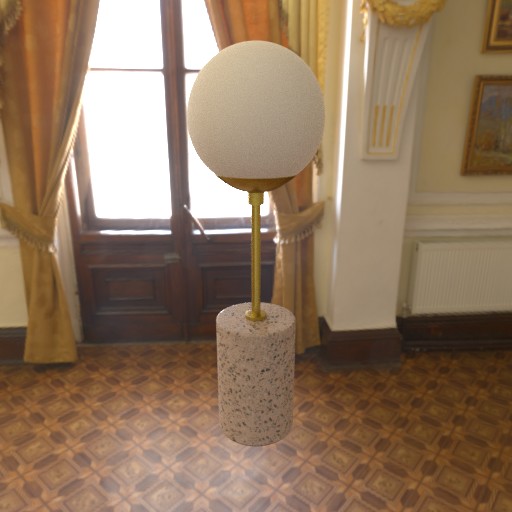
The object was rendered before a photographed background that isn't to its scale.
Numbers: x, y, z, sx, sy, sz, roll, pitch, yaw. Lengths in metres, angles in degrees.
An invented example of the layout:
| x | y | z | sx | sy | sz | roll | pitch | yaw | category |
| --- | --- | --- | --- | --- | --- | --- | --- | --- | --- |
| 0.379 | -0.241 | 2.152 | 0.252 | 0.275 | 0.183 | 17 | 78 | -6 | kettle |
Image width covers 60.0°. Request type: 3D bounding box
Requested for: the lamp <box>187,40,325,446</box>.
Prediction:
| x | y | z | sx | sy | sz | roll | pitch | yaw | category |
| --- | --- | --- | --- | --- | --- | --- | --- | --- | --- |
| 0.000 | 0.000 | 0.545 | 0.153 | 0.480 | 0.153 | 0 | 17 | 0 | lamp |
